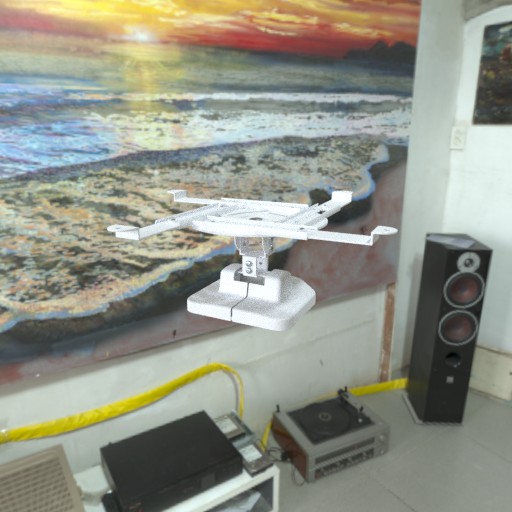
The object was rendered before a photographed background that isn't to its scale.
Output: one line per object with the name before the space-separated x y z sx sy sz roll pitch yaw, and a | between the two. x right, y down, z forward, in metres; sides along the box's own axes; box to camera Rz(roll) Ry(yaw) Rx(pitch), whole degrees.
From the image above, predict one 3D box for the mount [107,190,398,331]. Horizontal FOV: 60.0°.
mount | 0.000 0.000 0.619 0.394 0.141 0.394 8 18 25
